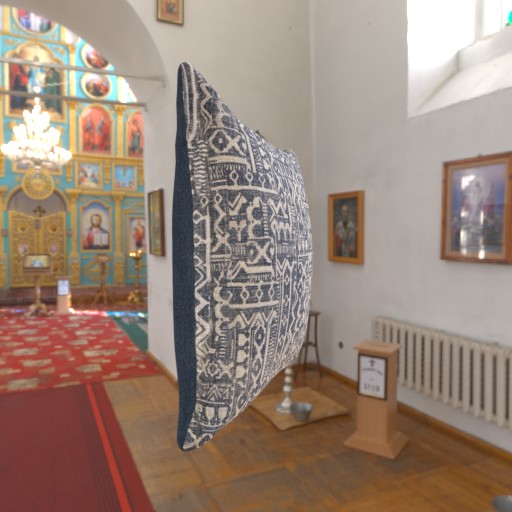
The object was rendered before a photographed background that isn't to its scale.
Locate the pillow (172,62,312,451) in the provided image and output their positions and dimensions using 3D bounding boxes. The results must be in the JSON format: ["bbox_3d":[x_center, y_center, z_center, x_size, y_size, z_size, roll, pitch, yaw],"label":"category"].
[{"bbox_3d":[0.000,0.000,0.795,0.180,0.487,0.546,0,1,19],"label":"pillow"}]
